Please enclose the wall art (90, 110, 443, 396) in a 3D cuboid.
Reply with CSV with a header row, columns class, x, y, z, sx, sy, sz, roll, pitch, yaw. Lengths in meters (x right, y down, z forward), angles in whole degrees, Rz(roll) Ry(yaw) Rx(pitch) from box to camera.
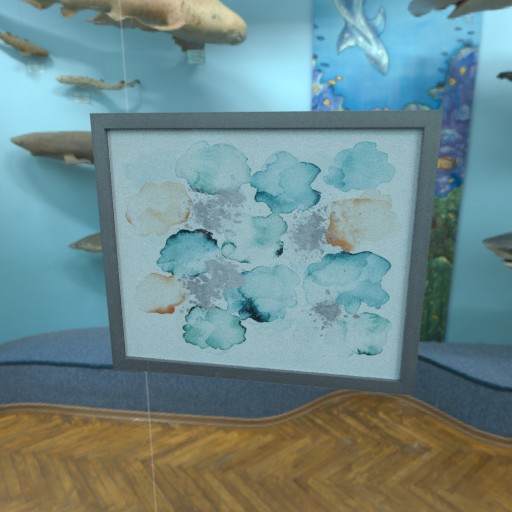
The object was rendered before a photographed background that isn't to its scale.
class,x,y,z,sx,sy,sz,roll,pitch,yaw
wall art,0.000,0.000,0.902,0.660,0.558,0.026,3,15,9
